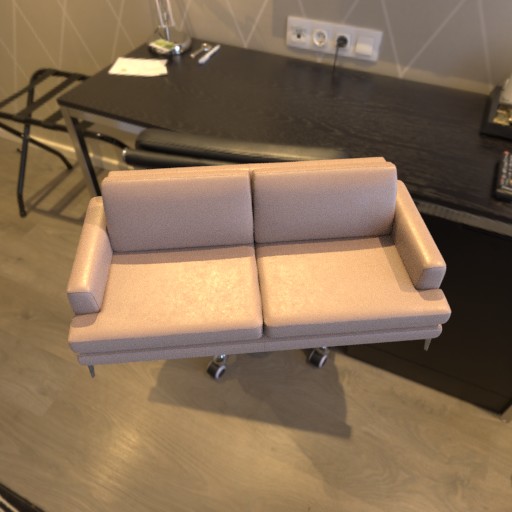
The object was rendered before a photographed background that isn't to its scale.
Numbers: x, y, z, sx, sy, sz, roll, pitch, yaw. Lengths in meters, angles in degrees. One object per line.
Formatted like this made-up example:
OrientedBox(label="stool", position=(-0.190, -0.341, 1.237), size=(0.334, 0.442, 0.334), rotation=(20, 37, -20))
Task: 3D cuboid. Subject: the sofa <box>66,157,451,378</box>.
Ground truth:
OrientedBox(label="sofa", position=(0.000, 0.000, 2.513), size=(1.940, 0.765, 0.974), rotation=(-4, 47, -4))
